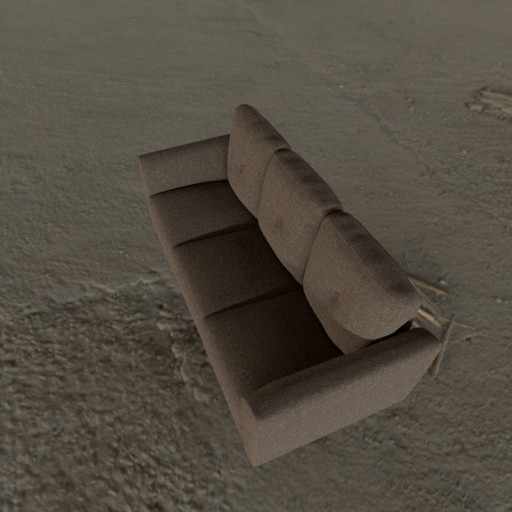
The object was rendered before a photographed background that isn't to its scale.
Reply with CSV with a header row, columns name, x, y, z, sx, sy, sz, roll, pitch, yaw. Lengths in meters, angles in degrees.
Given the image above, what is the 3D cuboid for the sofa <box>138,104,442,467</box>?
name,x,y,z,sx,sy,sz,roll,pitch,yaw
sofa,0.000,0.000,2.369,0.837,0.891,1.847,-17,48,-16
